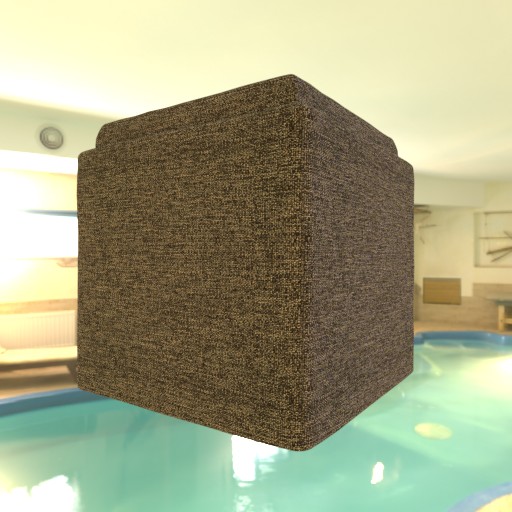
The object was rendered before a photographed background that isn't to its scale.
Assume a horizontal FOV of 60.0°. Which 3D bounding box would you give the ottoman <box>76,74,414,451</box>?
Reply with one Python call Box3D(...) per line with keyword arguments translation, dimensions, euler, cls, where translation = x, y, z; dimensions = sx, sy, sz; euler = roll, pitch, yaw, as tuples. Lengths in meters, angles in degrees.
Box3D(translation=(0.000, 0.000, 0.799), dimensions=(0.450, 0.463, 0.450), euler=(0, 0, 35), cls="ottoman")
